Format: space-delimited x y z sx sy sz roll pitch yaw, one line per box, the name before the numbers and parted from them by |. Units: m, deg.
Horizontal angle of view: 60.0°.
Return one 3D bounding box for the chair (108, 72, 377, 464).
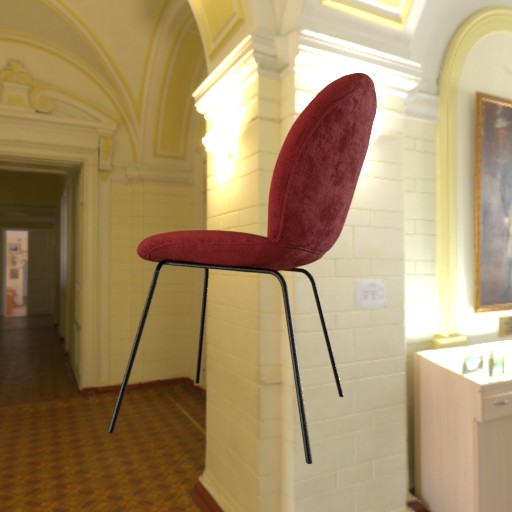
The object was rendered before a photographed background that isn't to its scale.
chair | 0.000 0.000 1.112 0.587 0.791 0.458 0 -1 19
